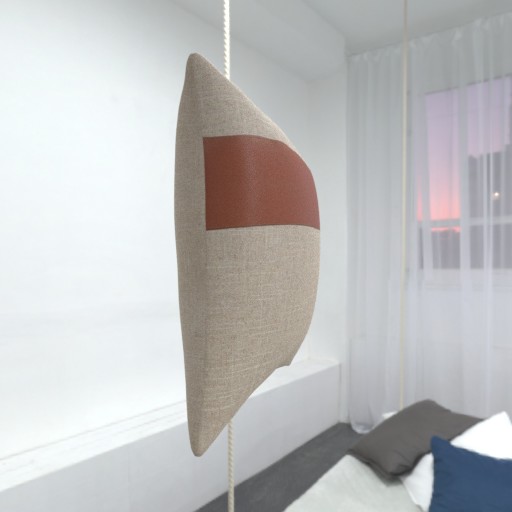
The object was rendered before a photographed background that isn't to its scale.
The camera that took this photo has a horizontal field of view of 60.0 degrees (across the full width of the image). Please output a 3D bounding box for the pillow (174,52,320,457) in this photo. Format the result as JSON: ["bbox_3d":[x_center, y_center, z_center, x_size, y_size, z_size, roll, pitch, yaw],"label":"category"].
[{"bbox_3d":[0.000,0.000,0.628,0.173,0.399,0.414,0,0,17],"label":"pillow"}]
